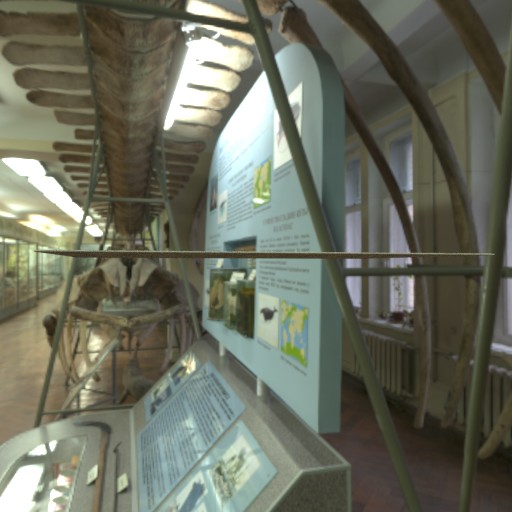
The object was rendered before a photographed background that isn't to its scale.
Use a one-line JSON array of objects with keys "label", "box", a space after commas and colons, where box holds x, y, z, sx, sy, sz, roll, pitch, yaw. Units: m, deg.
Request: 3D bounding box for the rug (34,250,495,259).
[{"label": "rug", "box": [0.000, 0.000, 2.817, 2.284, 0.008, 1.522, 0, -1, -16]}]
